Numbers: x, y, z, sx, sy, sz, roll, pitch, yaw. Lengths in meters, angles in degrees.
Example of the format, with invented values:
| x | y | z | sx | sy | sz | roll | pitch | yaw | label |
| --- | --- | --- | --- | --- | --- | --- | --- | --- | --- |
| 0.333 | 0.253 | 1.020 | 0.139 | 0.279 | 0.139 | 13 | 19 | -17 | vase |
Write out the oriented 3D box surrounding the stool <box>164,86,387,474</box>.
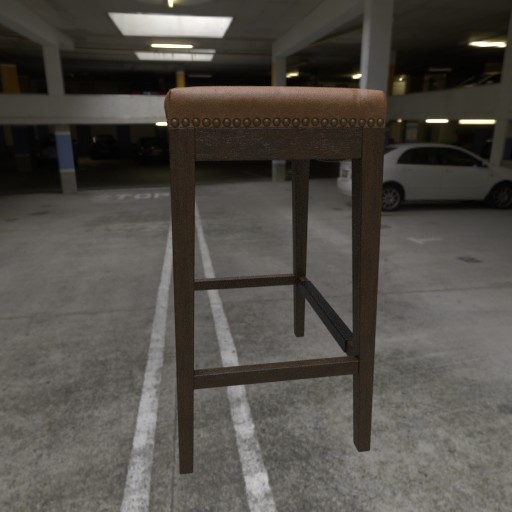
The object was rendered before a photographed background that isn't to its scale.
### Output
| x | y | z | sx | sy | sz | roll | pitch | yaw | label |
| --- | --- | --- | --- | --- | --- | --- | --- | --- | --- |
| 0.000 | 0.000 | 0.961 | 0.361 | 0.660 | 0.500 | -3 | 17 | -9 | stool |
